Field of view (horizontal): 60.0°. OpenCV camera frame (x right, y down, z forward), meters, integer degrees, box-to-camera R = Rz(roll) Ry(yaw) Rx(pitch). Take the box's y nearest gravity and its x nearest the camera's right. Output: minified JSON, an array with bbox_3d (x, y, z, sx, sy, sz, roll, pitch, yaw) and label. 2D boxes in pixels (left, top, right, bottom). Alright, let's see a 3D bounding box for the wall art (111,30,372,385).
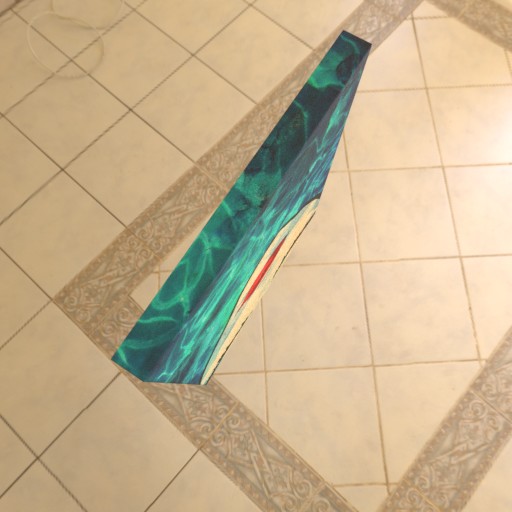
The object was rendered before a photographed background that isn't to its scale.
[{"bbox_3d":[0.000,0.000,0.691,0.038,0.508,0.432,31,76,9],"label":"wall art"}]
